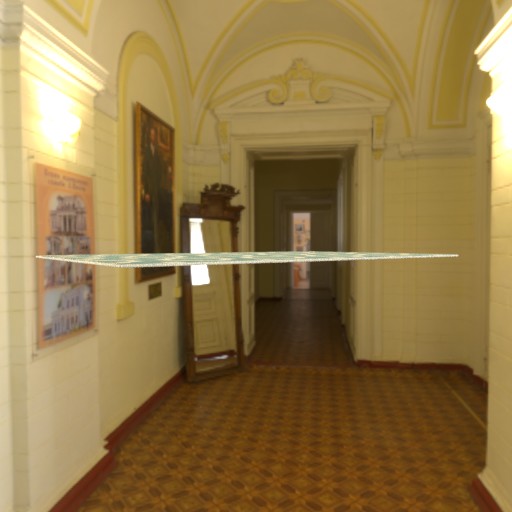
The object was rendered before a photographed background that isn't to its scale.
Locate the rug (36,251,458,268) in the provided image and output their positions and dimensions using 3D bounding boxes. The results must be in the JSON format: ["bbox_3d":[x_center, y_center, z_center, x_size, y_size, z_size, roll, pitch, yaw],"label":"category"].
[{"bbox_3d":[0.000,0.000,3.007,2.443,0.015,1.528,-1,2,-37],"label":"rug"}]
